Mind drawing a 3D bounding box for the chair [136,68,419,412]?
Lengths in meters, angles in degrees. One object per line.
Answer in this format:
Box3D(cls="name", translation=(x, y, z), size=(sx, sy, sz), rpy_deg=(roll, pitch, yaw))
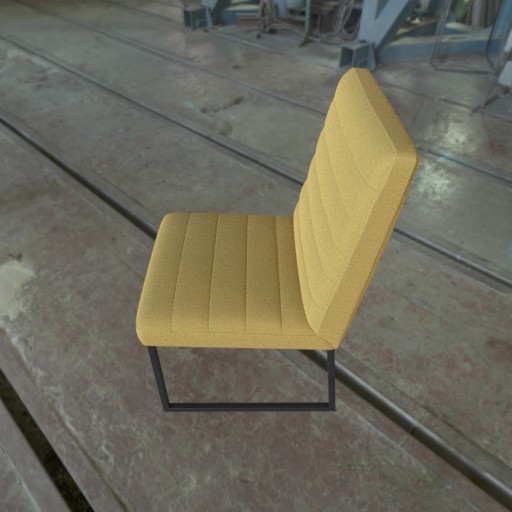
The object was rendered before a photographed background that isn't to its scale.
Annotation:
Box3D(cls="chair", translation=(0.000, 0.000, 1.305), size=(0.634, 0.930, 0.520), rpy_deg=(0, 41, 0))
